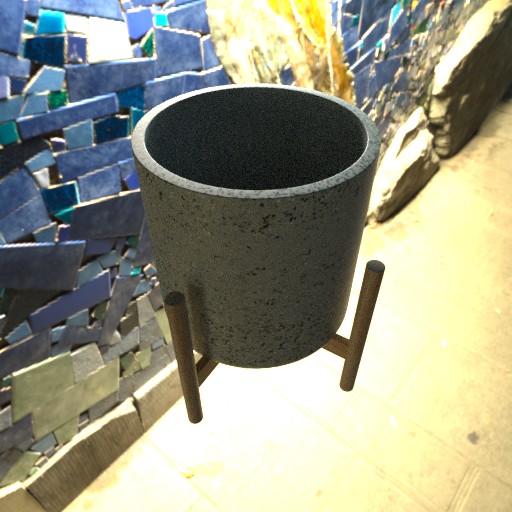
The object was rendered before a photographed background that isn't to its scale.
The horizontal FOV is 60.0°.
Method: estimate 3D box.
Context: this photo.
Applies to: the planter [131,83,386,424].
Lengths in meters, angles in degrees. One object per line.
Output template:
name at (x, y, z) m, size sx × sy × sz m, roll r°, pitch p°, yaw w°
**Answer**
planter at (0.000, 0.000, 0.687) m, size 0.360 × 0.419 × 0.360 m, roll -25°, pitch 48°, yaw -26°
